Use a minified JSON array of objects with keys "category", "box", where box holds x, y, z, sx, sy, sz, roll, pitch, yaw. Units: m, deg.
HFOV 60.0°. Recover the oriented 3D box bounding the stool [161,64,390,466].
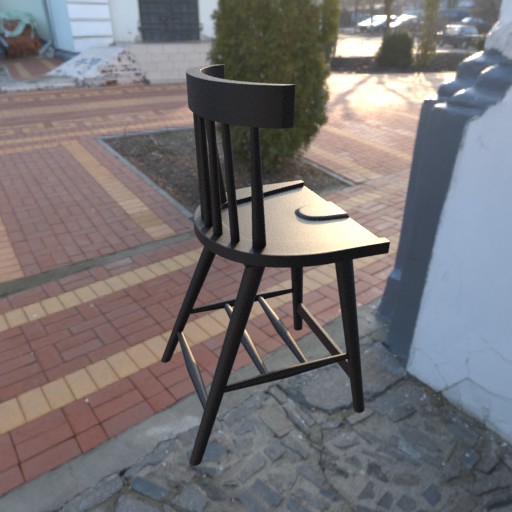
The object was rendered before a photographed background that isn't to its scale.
[{"category":"stool","box":[0.000,0.000,1.240,0.549,0.953,0.494,-10,30,-18]}]
